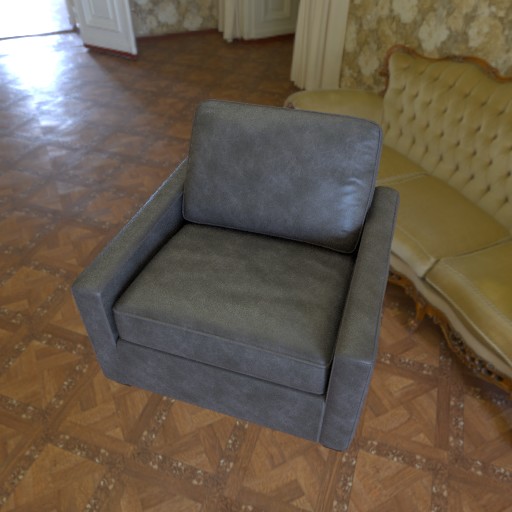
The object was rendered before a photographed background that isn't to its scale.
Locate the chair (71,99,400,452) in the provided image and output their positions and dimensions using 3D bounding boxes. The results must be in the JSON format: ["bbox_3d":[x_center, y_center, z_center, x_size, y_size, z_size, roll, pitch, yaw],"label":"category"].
[{"bbox_3d":[0.000,0.000,1.731,1.006,0.916,0.939,12,43,14],"label":"chair"}]
